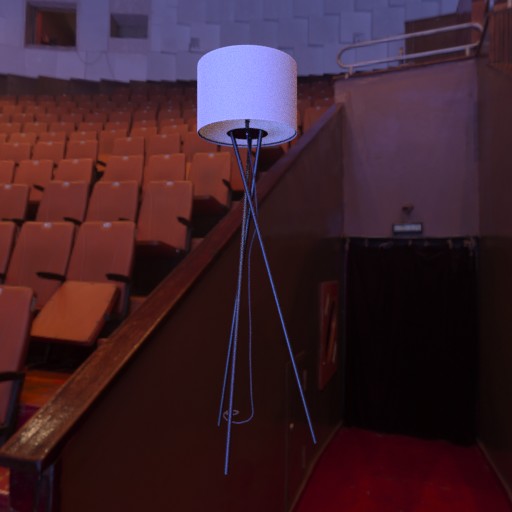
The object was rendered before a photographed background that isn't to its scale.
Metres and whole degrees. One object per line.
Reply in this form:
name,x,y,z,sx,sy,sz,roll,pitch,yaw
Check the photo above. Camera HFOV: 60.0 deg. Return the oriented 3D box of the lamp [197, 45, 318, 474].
lamp,0.000,0.000,1.948,0.522,1.624,0.667,0,-1,18
